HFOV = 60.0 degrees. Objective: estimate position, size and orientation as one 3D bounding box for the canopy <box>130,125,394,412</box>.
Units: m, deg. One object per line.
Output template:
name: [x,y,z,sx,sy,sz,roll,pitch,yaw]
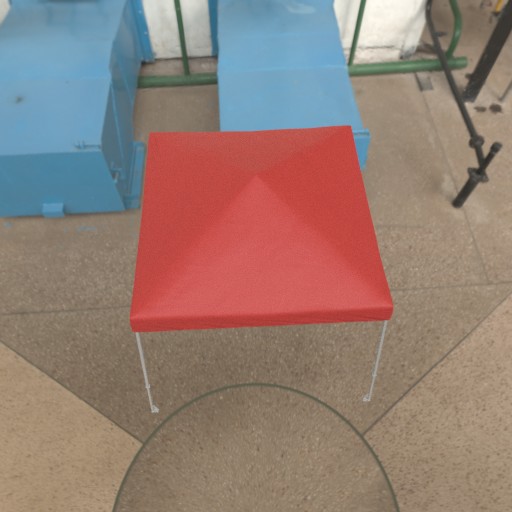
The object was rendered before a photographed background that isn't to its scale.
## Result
canopy: [0.000,0.000,6.702,3.599,3.600,3.600,-2,58,-2]
